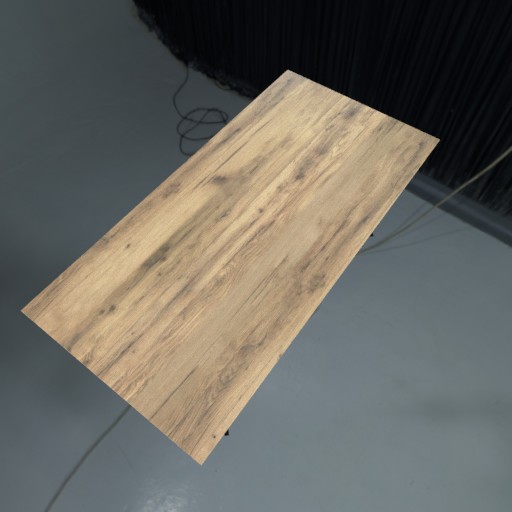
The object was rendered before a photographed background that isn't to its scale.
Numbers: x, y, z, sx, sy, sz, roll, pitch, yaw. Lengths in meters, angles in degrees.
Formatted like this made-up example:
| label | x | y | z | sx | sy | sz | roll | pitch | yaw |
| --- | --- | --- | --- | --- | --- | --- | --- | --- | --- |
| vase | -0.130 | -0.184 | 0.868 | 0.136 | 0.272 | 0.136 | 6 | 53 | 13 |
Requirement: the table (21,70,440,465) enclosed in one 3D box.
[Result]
| label | x | y | z | sx | sy | sz | roll | pitch | yaw |
| --- | --- | --- | --- | --- | --- | --- | --- | --- | --- |
| table | 0.000 | 0.000 | 2.471 | 1.000 | 0.770 | 2.000 | 32 | 64 | 18 |
